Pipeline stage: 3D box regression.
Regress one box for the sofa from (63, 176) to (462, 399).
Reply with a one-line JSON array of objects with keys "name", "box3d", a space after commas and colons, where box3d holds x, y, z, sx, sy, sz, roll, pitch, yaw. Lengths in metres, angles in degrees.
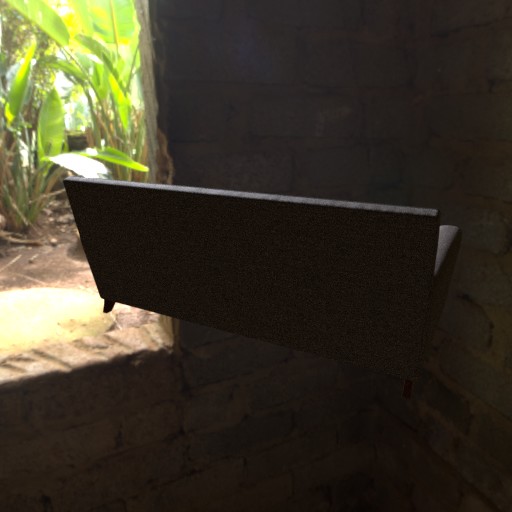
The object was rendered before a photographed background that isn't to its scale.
[{"name": "sofa", "box3d": [0.000, 0.000, 2.438, 1.976, 0.846, 0.875, 9, 20, 27]}]
